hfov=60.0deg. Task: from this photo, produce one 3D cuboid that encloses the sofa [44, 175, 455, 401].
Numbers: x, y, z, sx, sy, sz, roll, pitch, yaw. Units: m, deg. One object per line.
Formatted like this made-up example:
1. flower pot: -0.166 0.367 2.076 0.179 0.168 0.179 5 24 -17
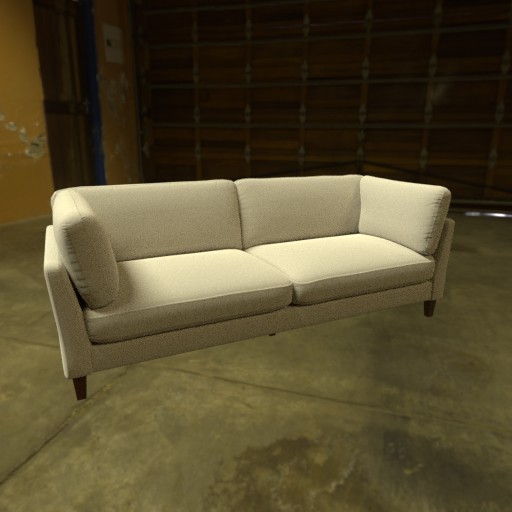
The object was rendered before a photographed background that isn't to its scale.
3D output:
1. sofa: 0.000 0.000 2.672 2.301 0.863 0.957 -7 17 -25
